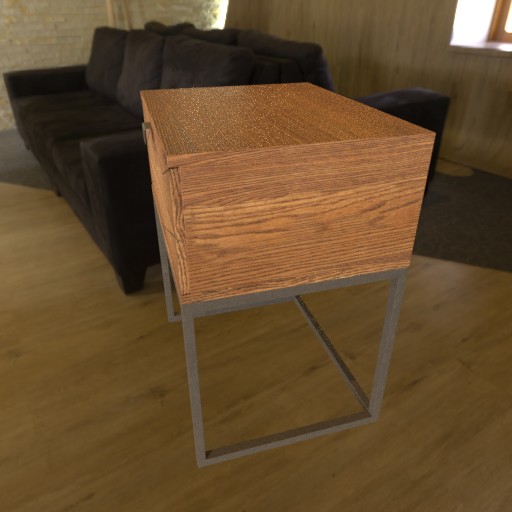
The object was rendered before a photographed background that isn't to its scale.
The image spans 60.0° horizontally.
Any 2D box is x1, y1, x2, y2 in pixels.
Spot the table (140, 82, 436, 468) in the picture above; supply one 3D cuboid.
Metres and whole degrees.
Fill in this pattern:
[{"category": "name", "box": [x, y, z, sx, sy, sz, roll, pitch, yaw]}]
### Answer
[{"category": "table", "box": [0.000, 0.000, 0.942, 0.400, 0.610, 0.482, -8, 31, -14]}]
